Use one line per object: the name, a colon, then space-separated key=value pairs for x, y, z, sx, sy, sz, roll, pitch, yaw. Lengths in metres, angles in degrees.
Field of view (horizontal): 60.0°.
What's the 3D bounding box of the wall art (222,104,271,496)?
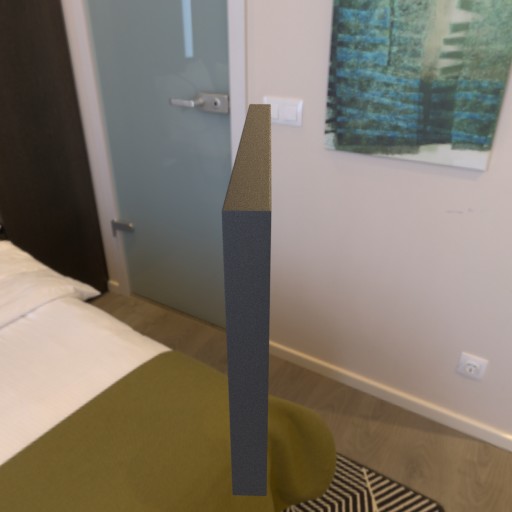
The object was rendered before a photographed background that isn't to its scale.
wall art: x=0.000 y=0.000 z=0.852 sx=0.051 sy=0.456 sz=0.671 roll=1 pitch=28 yaw=1
